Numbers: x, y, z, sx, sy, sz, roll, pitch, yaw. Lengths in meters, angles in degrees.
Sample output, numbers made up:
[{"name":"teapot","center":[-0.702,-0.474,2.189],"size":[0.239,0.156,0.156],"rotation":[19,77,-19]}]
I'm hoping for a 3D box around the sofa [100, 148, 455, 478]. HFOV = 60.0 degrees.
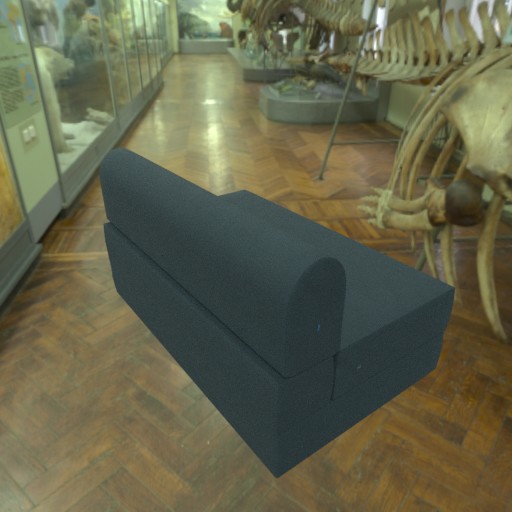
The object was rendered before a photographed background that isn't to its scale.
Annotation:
[{"name":"sofa","center":[0.000,0.000,1.686],"size":[0.762,0.660,1.219],"rotation":[-19,33,-32]}]
